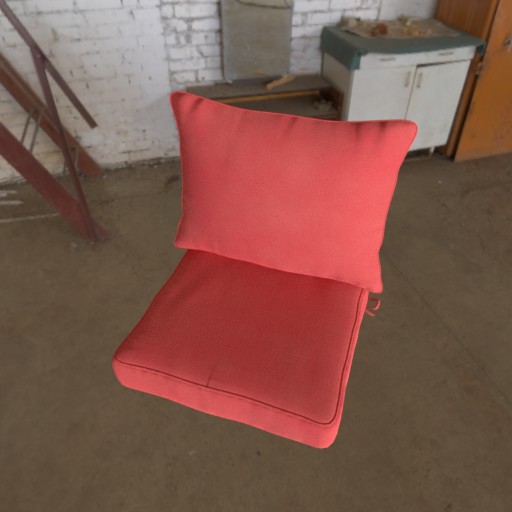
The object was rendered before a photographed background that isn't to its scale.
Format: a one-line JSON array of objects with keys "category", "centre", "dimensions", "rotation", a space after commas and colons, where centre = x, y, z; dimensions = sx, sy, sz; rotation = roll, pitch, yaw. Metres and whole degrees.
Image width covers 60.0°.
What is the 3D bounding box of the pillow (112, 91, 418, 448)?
[{"category": "pillow", "centre": [0.000, 0.000, 1.346], "dimensions": [0.798, 0.725, 0.733], "rotation": [12, 42, 14]}]
